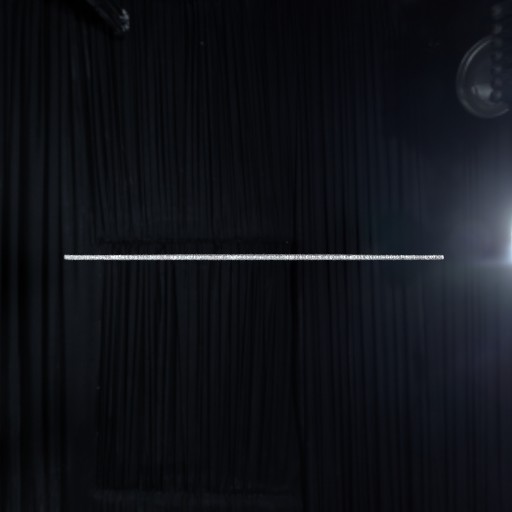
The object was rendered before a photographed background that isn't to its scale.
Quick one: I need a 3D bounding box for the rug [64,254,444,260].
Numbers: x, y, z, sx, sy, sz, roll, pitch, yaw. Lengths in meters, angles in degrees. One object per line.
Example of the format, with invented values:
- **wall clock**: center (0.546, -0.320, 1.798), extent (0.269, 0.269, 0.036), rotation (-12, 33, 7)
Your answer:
- **rug**: center (0.000, 0.000, 2.327), extent (1.224, 0.016, 1.832), rotation (0, 0, 1)
